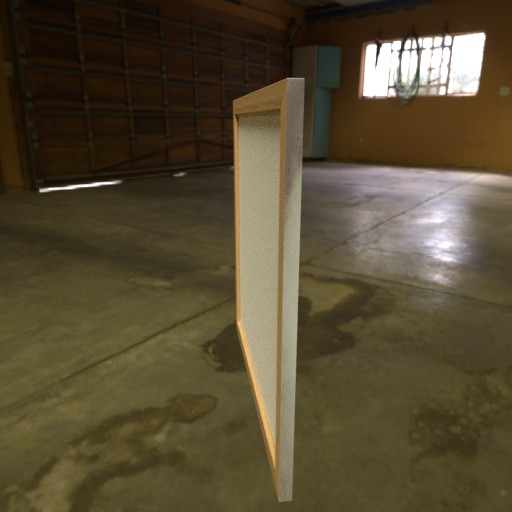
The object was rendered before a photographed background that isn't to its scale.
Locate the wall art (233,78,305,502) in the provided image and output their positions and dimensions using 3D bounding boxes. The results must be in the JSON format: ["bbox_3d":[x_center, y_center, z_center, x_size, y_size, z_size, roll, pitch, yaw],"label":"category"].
[{"bbox_3d":[0.000,0.000,1.105,0.027,0.762,0.762,-3,17,-8],"label":"wall art"}]
